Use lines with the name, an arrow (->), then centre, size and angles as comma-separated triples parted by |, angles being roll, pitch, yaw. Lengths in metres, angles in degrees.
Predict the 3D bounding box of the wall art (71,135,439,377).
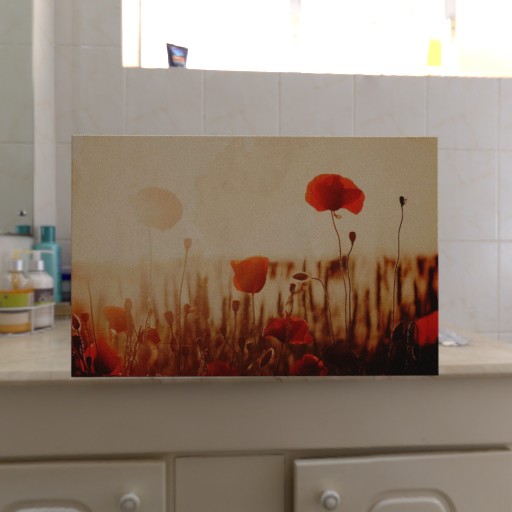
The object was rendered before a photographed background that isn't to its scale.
wall art -> 0.000, 0.000, 0.757 | 0.613, 0.402, 0.040 | 0, 0, -1
